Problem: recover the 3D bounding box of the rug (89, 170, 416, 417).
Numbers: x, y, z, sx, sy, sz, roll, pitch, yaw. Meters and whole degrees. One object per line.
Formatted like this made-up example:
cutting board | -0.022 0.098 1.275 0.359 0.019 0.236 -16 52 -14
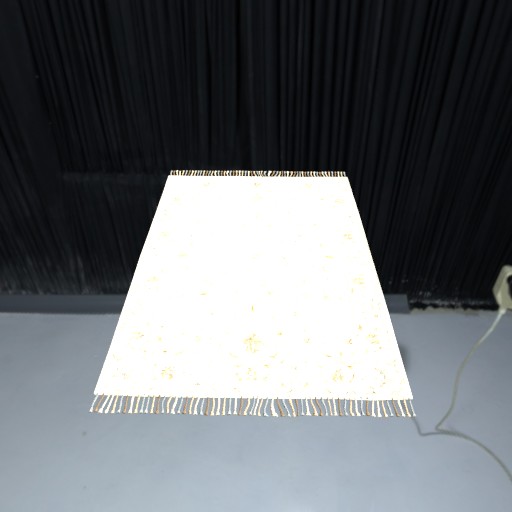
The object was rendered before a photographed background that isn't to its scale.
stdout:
rug | 0.000 0.000 2.342 1.218 0.017 1.861 1 39 1
